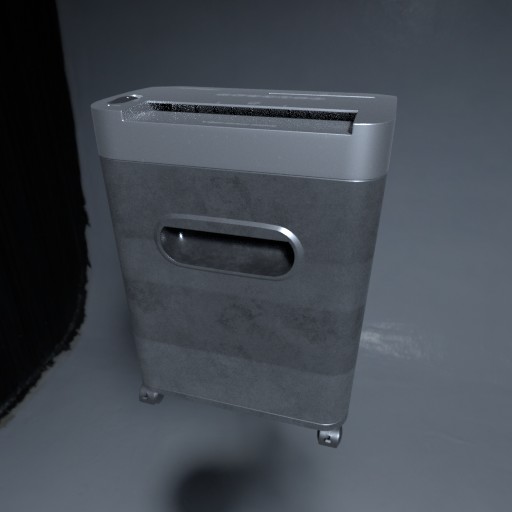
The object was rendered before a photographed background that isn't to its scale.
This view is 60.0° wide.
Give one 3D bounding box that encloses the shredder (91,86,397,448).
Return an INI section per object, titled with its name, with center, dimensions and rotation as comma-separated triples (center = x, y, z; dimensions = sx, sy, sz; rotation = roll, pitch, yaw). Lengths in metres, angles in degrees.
[shredder]
center = 0.000, 0.000, 0.603
dimensions = 0.311, 0.419, 0.237
rotation = 8, 29, 14
